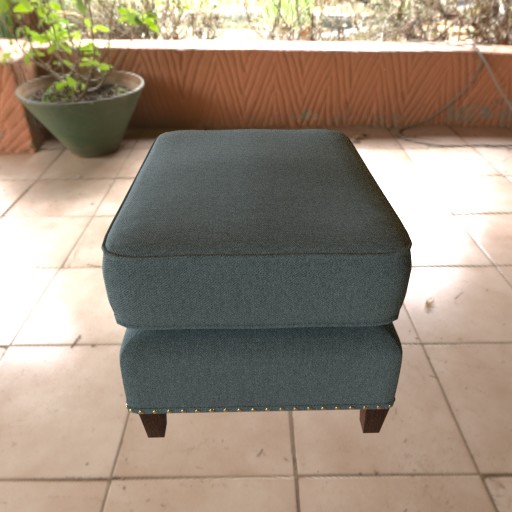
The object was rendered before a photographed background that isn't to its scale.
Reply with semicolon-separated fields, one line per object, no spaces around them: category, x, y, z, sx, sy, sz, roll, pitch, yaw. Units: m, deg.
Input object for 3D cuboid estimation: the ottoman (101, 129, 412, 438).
ottoman;0.000;0.000;1.162;0.589;0.537;0.738;-1;33;-1
